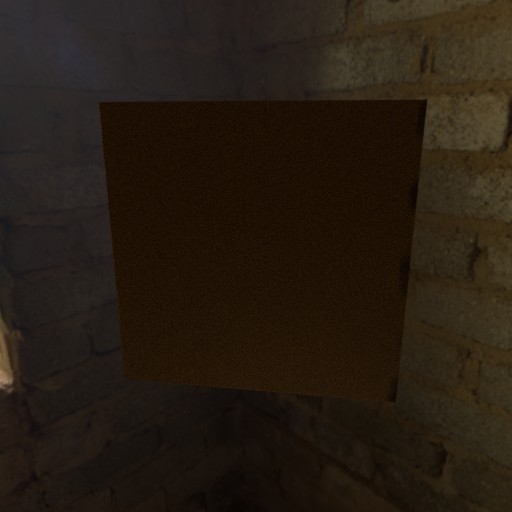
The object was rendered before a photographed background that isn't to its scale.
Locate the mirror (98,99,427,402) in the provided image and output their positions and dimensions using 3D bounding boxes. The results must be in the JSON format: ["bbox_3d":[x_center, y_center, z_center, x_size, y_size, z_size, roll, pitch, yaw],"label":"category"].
[{"bbox_3d":[0.000,0.000,0.769,0.509,0.507,0.042,2,17,8],"label":"mirror"}]
